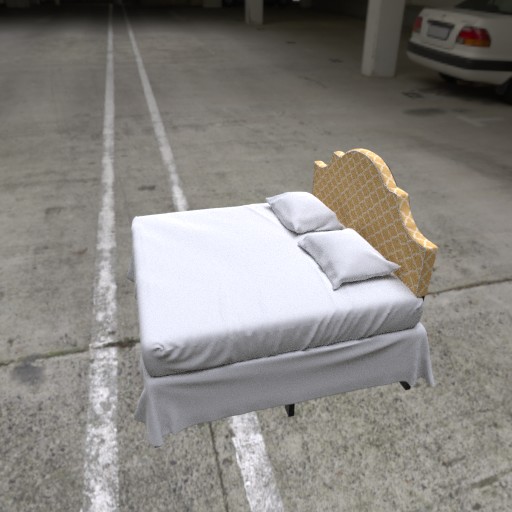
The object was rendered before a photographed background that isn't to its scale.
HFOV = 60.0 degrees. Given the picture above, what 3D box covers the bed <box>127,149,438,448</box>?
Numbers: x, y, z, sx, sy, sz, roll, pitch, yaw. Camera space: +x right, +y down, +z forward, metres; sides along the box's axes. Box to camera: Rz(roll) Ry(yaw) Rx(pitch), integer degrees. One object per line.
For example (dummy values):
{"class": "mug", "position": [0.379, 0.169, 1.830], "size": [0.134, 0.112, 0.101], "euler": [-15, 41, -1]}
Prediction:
{"class": "bed", "position": [0.000, 0.000, 3.700], "size": [2.222, 1.601, 2.314], "euler": [-8, 30, -14]}
